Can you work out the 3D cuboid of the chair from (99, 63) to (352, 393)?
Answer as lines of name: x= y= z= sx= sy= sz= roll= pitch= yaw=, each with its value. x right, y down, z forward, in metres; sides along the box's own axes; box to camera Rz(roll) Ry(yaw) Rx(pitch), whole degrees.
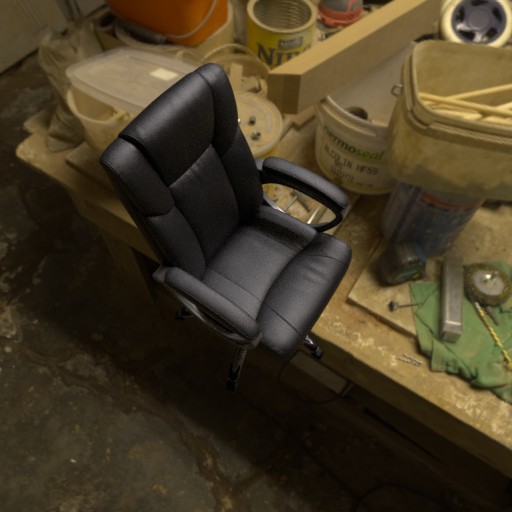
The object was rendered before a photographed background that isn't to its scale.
chair: x=0.000 y=0.000 z=1.631 sx=0.719 sy=1.130 sz=0.721 roll=30 pitch=63 yaw=17
